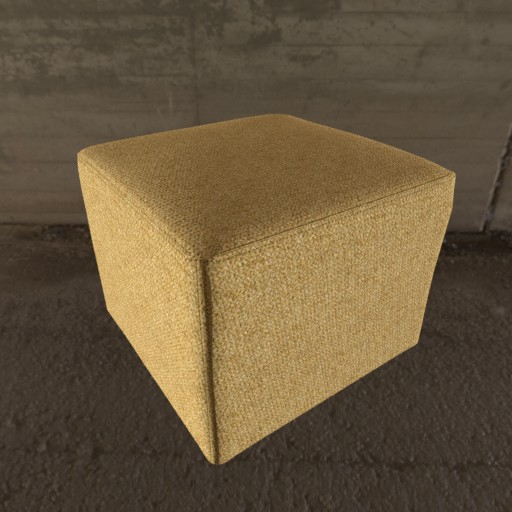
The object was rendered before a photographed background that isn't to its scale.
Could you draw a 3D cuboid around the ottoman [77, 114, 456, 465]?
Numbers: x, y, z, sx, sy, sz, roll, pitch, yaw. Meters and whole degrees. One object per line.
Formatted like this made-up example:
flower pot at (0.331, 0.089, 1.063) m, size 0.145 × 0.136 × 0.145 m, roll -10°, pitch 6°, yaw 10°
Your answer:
ottoman at (0.000, 0.000, 0.890) m, size 0.512 × 0.441 × 0.505 m, roll -20°, pitch 37°, yaw -29°
